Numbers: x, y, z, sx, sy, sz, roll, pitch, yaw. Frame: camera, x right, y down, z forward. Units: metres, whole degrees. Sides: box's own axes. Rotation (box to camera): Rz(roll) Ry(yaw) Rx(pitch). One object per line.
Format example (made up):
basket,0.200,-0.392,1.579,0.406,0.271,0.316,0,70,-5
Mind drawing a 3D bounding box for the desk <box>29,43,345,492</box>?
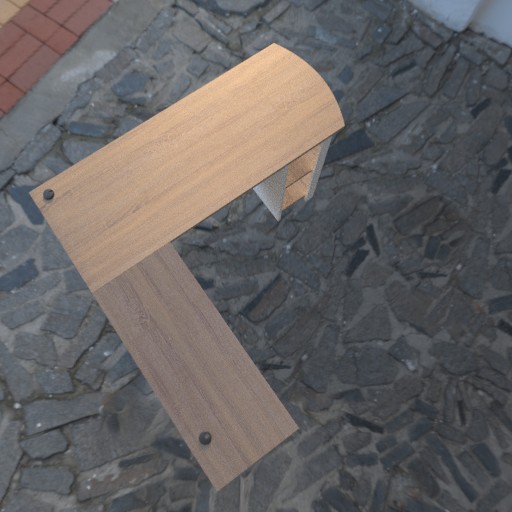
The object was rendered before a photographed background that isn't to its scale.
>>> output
desk,0.000,0.000,2.103,1.303,0.716,1.361,-35,78,-8
